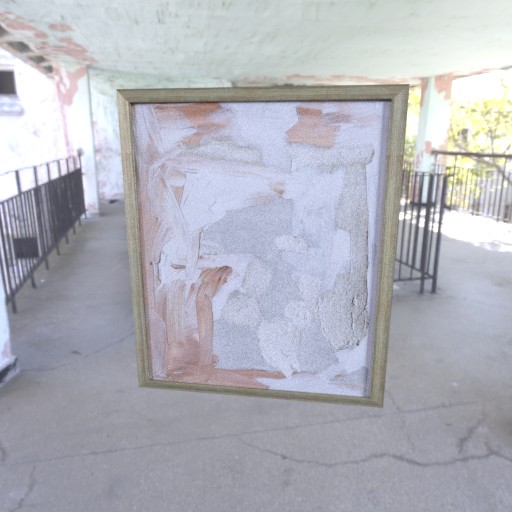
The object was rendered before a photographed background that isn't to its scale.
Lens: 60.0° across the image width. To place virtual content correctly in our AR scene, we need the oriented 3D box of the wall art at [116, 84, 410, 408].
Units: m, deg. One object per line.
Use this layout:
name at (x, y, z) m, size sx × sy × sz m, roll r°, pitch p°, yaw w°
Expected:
wall art at (0.000, 0.000, 0.921) m, size 0.559 × 0.660 × 0.018 m, roll 2°, pitch 15°, yaw 8°
